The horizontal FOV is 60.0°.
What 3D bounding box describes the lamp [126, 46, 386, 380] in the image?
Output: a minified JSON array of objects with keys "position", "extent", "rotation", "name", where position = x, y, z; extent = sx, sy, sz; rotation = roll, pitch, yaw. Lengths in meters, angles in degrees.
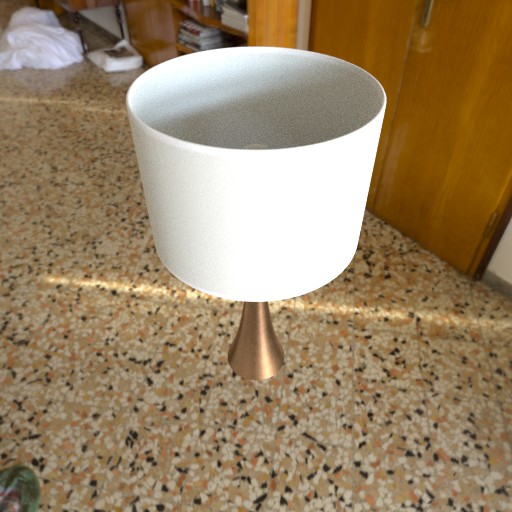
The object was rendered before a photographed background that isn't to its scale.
[{"position":[0.000,0.000,0.627],"extent":[0.268,0.479,0.268],"rotation":[13,44,14],"name":"lamp"}]
